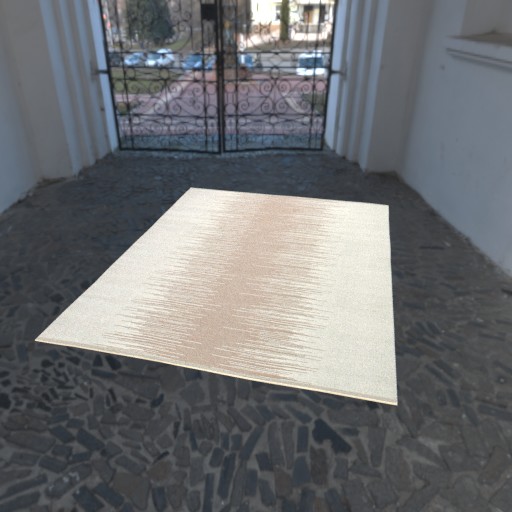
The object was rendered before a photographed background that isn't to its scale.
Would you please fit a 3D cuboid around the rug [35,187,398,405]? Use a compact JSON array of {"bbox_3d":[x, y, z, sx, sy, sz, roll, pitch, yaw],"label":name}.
[{"bbox_3d":[0.000,0.000,4.124,2.438,0.013,3.048,7,30,12],"label":"rug"}]
